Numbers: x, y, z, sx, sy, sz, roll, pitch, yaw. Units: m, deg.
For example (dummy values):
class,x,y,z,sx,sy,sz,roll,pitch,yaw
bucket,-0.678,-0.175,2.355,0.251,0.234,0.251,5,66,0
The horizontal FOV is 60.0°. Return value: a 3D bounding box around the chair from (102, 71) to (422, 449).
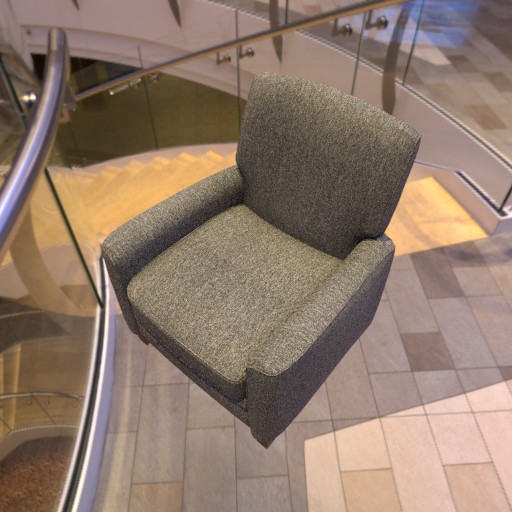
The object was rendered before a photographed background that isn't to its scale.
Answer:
class,x,y,z,sx,sy,sz,roll,pitch,yaw
chair,0.000,0.000,1.660,0.848,1.014,0.864,32,54,27
